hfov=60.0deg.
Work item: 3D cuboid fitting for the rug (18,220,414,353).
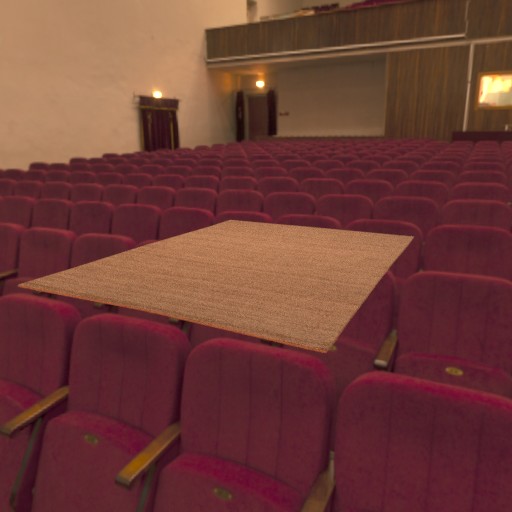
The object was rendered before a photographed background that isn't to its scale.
[{"bbox_3d":[0.000,0.000,4.958,2.873,0.053,3.778,7,16,26],"label":"rug"}]
